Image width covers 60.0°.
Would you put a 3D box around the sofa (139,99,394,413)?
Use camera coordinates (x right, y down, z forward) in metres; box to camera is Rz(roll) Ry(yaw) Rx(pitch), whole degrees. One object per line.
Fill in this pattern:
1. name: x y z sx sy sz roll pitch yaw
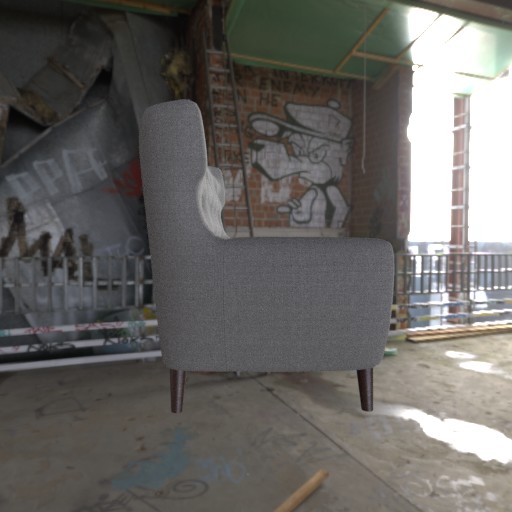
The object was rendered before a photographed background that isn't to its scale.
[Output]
1. sofa: 0.000 0.000 2.054 0.884 1.028 1.386 0 2 -1
